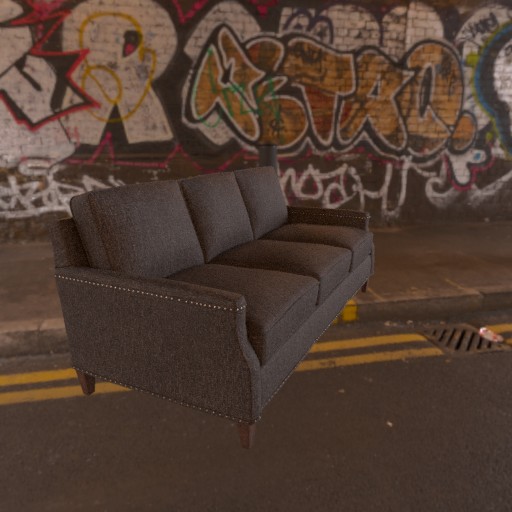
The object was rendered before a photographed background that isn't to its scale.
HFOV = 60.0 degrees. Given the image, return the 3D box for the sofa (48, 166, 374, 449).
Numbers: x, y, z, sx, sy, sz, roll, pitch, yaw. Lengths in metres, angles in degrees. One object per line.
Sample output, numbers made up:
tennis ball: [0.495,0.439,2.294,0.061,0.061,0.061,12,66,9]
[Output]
sofa: [0.000,0.000,2.809,1.084,1.003,2.246,7,17,25]
